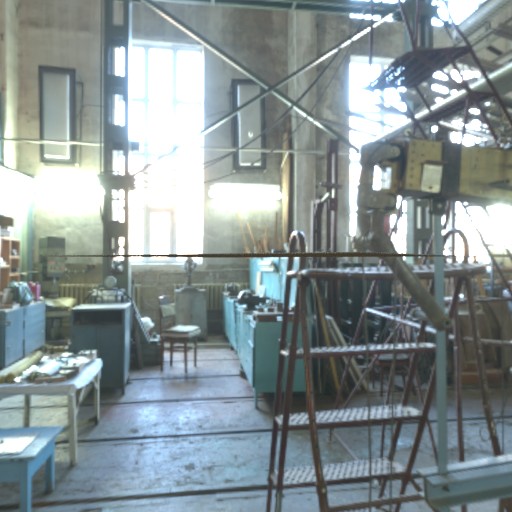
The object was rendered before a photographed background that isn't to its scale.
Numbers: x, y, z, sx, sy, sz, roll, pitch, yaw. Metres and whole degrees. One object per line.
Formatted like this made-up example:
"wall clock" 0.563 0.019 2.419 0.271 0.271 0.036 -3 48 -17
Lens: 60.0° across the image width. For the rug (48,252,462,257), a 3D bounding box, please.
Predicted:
"rug" 0.000 0.000 4.272 3.200 0.007 2.443 0 -1 36
